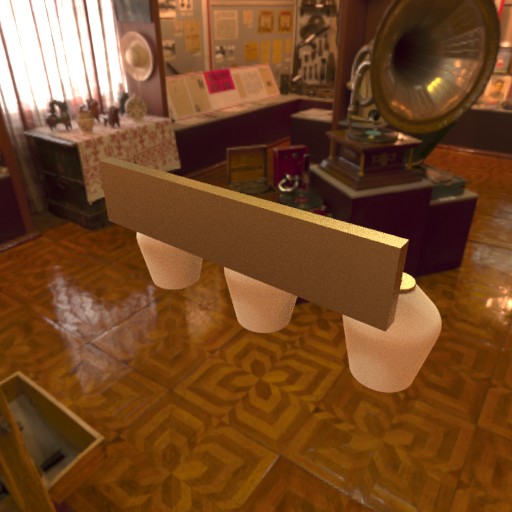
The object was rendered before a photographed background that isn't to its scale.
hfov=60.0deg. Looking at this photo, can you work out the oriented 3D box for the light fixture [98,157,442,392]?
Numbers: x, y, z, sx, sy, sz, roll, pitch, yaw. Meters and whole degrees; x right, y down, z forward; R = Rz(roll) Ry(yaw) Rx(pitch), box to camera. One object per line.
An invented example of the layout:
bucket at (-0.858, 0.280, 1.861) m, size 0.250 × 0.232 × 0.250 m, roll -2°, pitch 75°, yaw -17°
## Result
light fixture at (0.000, 0.000, 0.750) m, size 0.609 × 0.280 × 0.190 m, roll 20°, pitch 35°, yaw 32°
